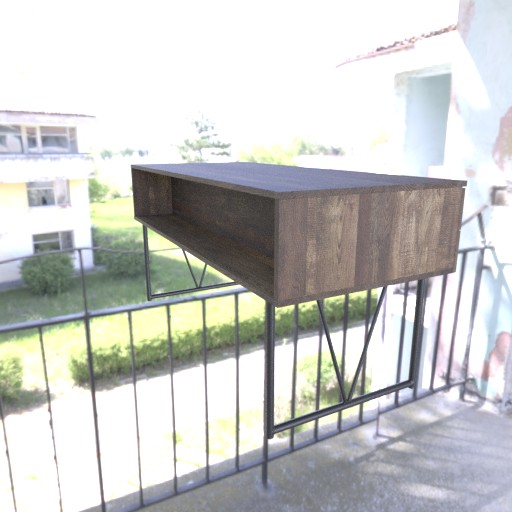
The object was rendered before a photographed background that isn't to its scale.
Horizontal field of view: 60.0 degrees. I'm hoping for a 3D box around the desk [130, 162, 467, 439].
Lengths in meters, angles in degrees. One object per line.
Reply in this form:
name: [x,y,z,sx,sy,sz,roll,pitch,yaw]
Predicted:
desk: [0.000,0.000,2.051,0.730,0.780,1.600,-8,16,-27]
